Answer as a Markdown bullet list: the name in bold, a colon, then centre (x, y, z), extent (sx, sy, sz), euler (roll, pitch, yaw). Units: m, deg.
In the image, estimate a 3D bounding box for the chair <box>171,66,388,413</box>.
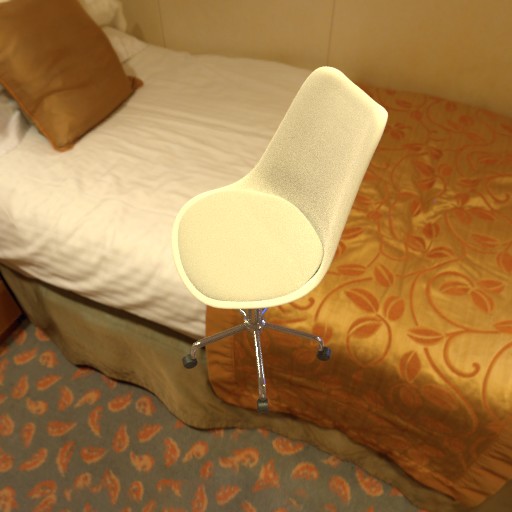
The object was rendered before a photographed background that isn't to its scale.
- **chair**: centre (0.000, 0.000, 1.300), extent (0.550, 0.930, 0.550), euler (-16, 49, -15)
